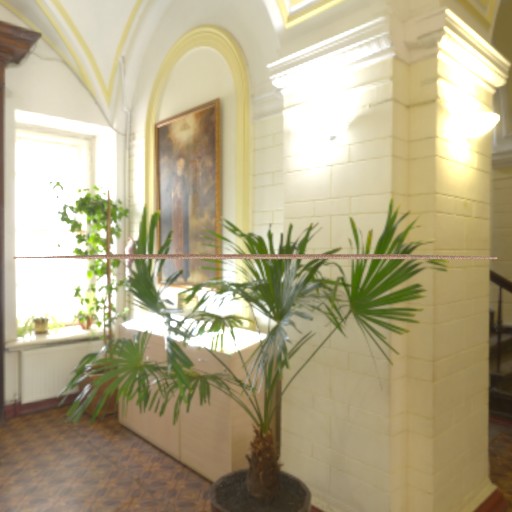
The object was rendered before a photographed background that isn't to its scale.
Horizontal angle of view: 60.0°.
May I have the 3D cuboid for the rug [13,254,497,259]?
[{"bbox_3d":[0.000,0.000,2.990,2.439,0.011,1.533,0,1,2],"label":"rug"}]
